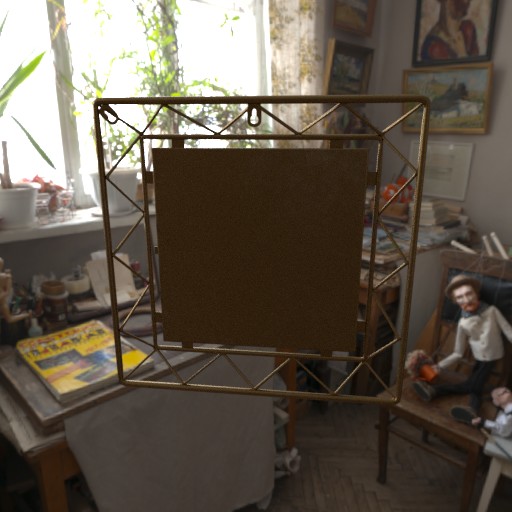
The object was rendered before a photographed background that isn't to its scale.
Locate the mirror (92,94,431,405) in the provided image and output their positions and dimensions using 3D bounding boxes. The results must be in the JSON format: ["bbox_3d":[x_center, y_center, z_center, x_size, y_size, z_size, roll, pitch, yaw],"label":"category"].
[{"bbox_3d":[0.000,0.000,0.611,0.416,0.414,0.046,2,16,7],"label":"mirror"}]
